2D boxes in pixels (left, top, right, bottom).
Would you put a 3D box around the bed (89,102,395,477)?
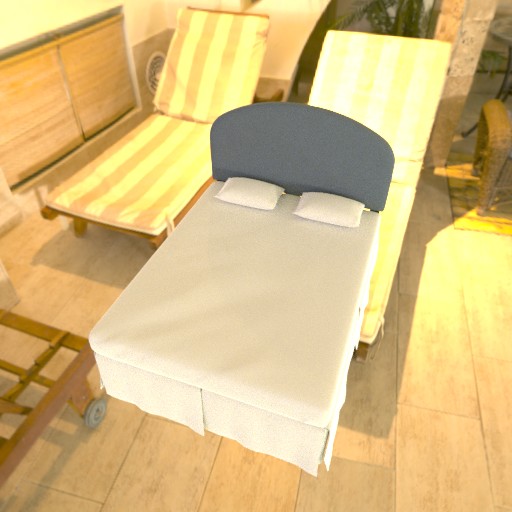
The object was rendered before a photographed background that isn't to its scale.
[{"bbox_3d":[0.000,0.000,3.071,1.607,1.410,2.005,13,43,15],"label":"bed"}]
